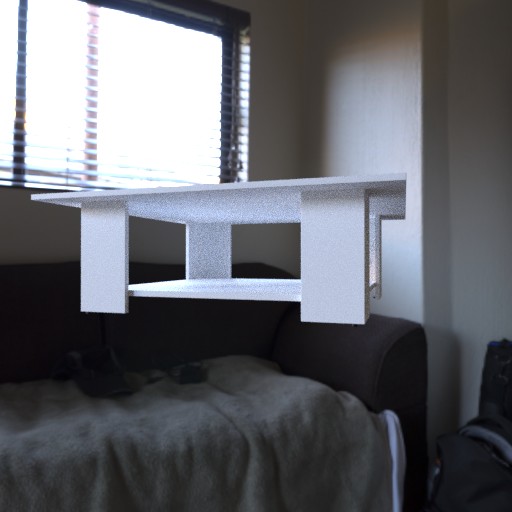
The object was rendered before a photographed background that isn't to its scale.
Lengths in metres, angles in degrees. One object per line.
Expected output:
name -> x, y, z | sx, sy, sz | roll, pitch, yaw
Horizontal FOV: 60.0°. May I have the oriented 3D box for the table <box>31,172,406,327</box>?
table -> 0.000, 0.000, 1.389 | 0.890, 0.305, 0.890 | 0, 0, 19
